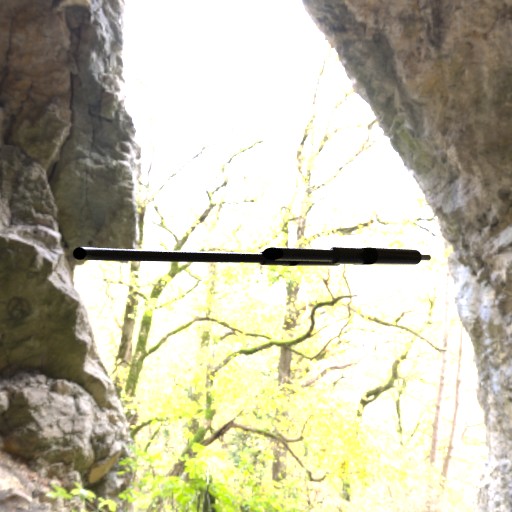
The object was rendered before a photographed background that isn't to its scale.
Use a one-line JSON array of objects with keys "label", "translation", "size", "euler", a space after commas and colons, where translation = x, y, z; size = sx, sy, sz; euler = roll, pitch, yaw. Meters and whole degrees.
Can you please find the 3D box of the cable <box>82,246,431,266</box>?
[{"label": "cable", "translation": [0.000, 0.000, 0.116], "size": [0.098, 0.005, 0.041], "euler": [1, -2, -36]}]
